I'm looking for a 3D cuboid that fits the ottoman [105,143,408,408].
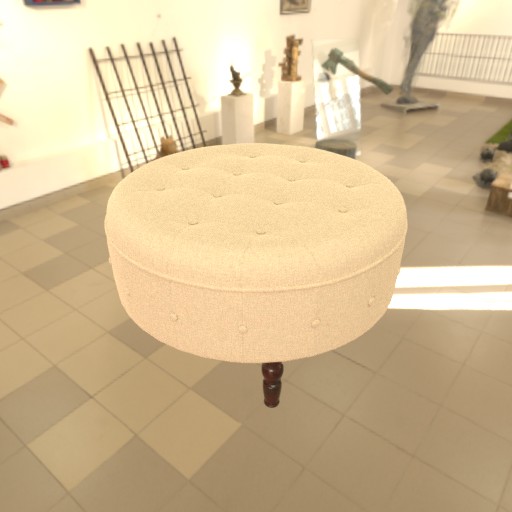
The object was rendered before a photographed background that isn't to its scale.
[{"bbox_3d":[0.000,0.000,1.378,0.848,0.494,0.848,0,31,0],"label":"ottoman"}]
